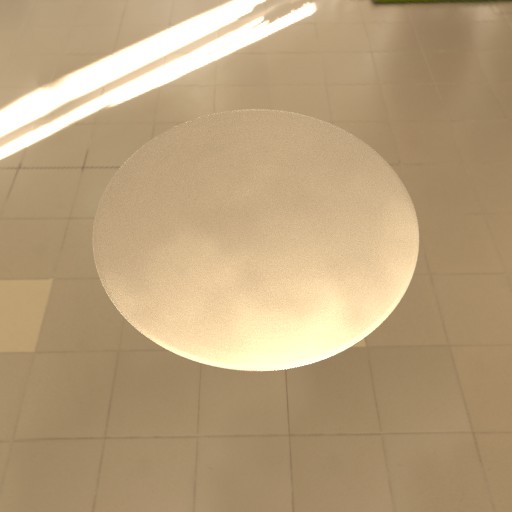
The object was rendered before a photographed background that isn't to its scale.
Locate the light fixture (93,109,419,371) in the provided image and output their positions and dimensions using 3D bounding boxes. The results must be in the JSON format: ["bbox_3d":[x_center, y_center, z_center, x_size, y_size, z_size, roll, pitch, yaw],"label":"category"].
[{"bbox_3d":[0.000,0.000,0.443,0.280,0.135,0.280,0,57,0],"label":"light fixture"}]
